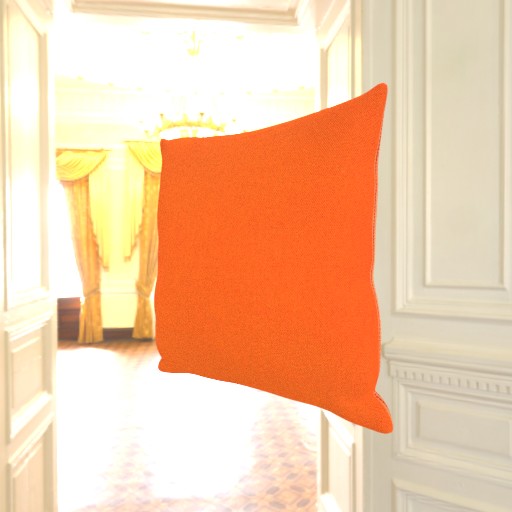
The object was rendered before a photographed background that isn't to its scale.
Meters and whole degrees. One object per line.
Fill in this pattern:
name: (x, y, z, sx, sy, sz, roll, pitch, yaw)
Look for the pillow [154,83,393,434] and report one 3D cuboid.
pillow: (0.000, 0.000, 0.687, 0.440, 0.441, 0.182, 1, 1, 37)
